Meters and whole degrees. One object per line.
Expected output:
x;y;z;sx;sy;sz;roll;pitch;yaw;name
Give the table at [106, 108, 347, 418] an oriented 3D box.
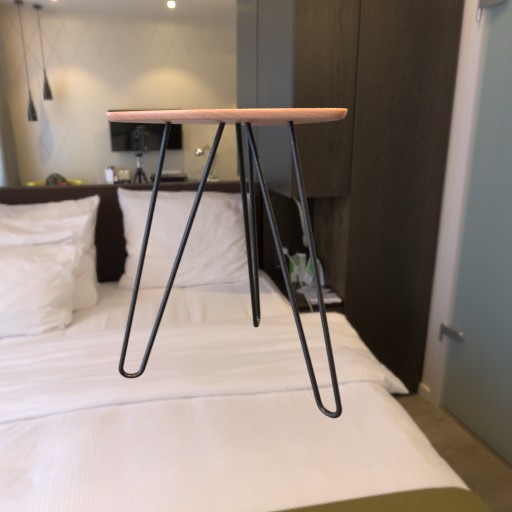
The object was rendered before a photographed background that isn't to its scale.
0.000;0.000;0.917;0.442;0.564;0.455;-14;21;-43;table
